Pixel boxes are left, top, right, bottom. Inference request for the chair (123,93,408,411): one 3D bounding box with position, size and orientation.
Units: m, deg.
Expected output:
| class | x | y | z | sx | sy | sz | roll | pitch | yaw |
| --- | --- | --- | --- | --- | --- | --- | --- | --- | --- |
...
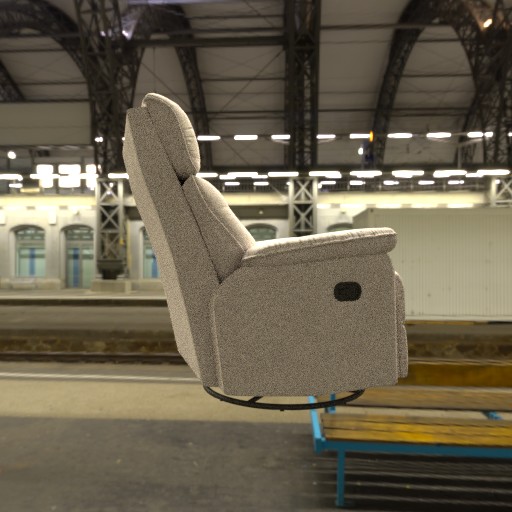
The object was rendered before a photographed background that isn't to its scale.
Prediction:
| class | x | y | z | sx | sy | sz | roll | pitch | yaw |
| --- | --- | --- | --- | --- | --- | --- | --- | --- | --- |
| chair | 0.000 | 0.000 | 1.755 | 1.001 | 1.039 | 0.820 | 0 | -1 | -18 |
